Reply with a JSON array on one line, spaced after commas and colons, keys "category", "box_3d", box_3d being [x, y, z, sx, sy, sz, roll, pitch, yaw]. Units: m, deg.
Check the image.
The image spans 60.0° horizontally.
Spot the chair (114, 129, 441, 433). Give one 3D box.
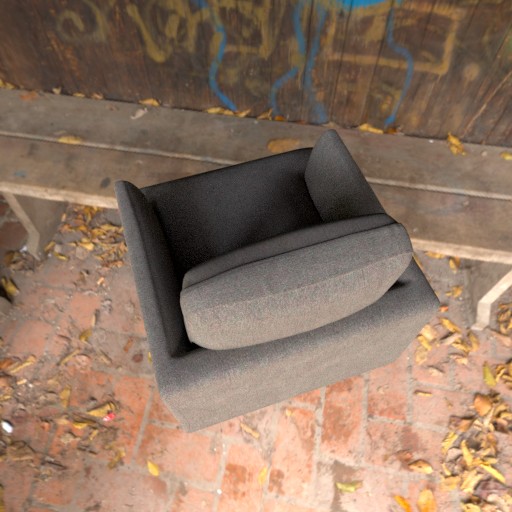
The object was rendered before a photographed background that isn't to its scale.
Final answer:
[{"category": "chair", "box_3d": [0.000, 0.000, 1.582, 0.858, 0.957, 0.899, -16, 60, -10]}]
